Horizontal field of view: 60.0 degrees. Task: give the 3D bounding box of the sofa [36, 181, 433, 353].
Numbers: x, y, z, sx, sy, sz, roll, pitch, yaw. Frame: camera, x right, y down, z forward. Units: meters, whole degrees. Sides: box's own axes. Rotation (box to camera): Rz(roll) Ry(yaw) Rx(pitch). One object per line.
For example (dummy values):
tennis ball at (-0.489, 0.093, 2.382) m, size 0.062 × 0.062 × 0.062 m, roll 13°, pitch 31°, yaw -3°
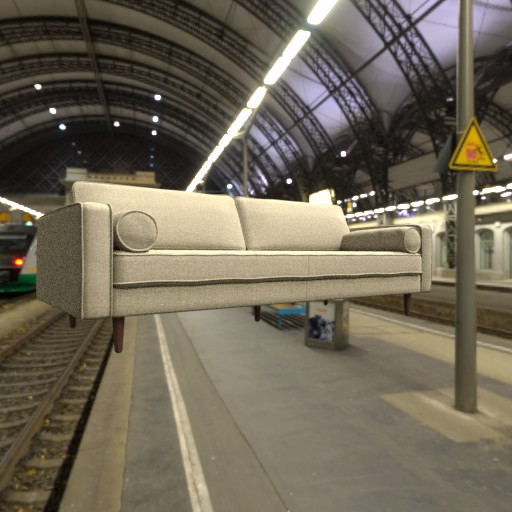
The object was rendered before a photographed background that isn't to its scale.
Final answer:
sofa at (0.000, 0.000, 2.586) m, size 2.211 × 0.762 × 0.914 m, roll 0°, pitch 0°, yaw -36°
